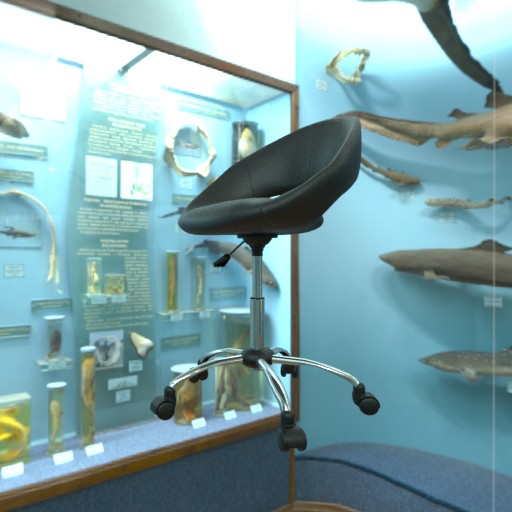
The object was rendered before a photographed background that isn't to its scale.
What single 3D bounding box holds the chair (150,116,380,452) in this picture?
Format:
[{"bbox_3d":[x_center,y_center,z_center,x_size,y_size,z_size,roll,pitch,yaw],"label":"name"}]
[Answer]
[{"bbox_3d":[0.000,0.000,1.186,0.538,0.791,0.612,0,0,-37],"label":"chair"}]
